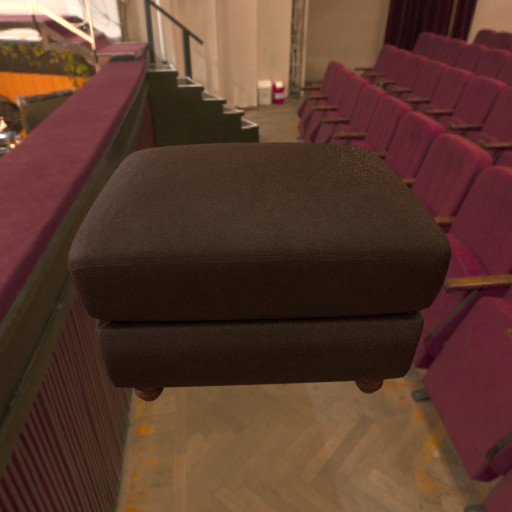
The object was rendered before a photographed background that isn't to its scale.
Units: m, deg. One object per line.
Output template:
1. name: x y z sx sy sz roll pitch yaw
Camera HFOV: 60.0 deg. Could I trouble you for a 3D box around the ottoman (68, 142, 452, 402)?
1. ottoman: 0.000 0.000 1.259 0.806 0.569 0.670 -1 31 -2
